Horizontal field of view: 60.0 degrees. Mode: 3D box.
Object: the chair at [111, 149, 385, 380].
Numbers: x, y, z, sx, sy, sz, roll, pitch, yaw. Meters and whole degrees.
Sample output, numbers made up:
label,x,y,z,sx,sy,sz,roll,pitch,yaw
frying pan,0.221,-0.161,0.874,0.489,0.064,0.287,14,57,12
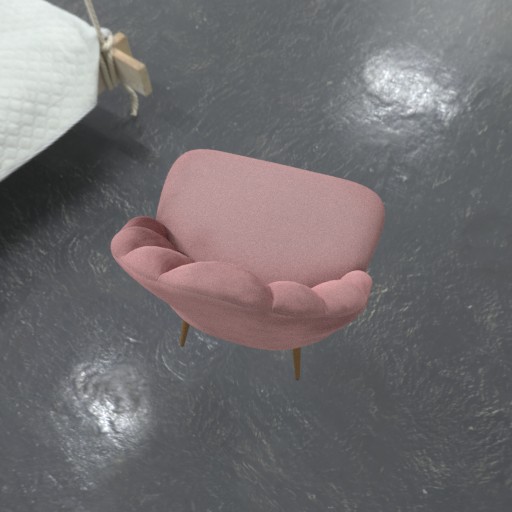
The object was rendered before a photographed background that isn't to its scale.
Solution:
label,x,y,z,sx,sy,sz,roll,pitch,yaw
chair,0.000,0.000,1.271,0.657,0.819,0.599,15,64,7
